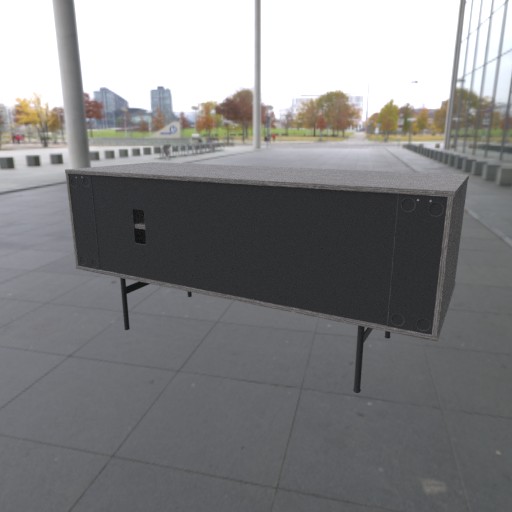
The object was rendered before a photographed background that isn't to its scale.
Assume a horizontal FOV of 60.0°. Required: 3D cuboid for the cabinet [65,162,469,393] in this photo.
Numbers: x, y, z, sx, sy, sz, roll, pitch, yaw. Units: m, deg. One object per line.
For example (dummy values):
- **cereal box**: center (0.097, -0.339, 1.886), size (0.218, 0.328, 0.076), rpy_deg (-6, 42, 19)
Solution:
- **cabinet**: center (0.000, 0.000, 1.598), size (1.300, 0.599, 0.500), rpy_deg (8, 18, 27)
